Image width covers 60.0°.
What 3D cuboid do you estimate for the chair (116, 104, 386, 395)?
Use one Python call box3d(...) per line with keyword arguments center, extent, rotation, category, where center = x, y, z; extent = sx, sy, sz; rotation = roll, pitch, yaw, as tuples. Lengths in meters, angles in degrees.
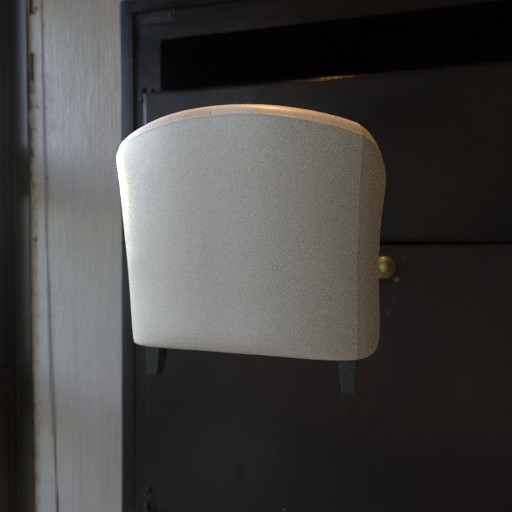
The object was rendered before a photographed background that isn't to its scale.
box3d(center=(0.000, 0.000, 1.423), extent=(0.792, 0.756, 0.727), rotation=(0, 1, 18), category="chair")
